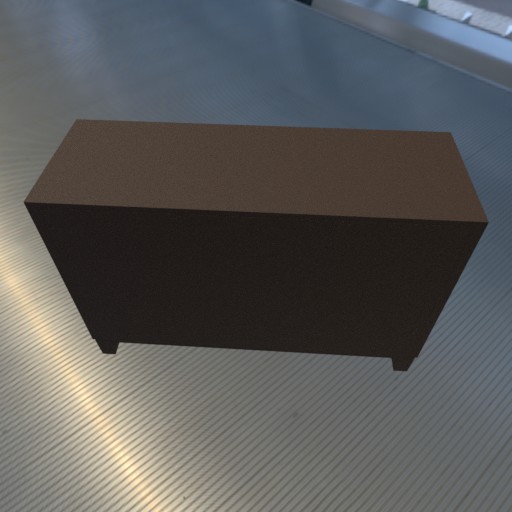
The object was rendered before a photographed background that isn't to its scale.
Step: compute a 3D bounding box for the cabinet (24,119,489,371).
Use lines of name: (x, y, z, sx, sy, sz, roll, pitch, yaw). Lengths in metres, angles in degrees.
cabinet: (0.000, 0.000, 1.825, 1.396, 0.914, 0.482, 3, 48, 3)
